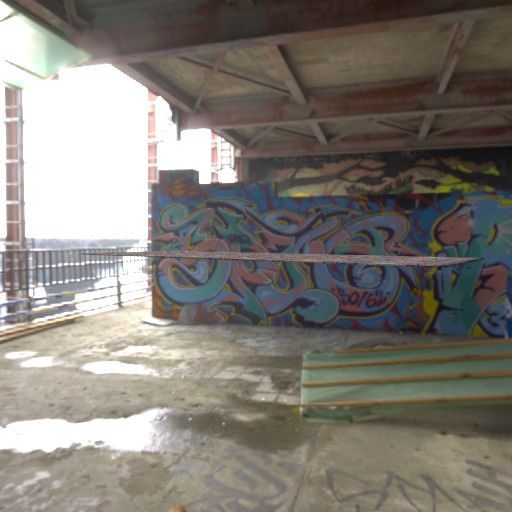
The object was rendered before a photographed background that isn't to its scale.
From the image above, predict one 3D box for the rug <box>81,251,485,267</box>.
[{"bbox_3d":[0.000,0.000,2.674,2.362,0.008,0.832,2,3,36],"label":"rug"}]
